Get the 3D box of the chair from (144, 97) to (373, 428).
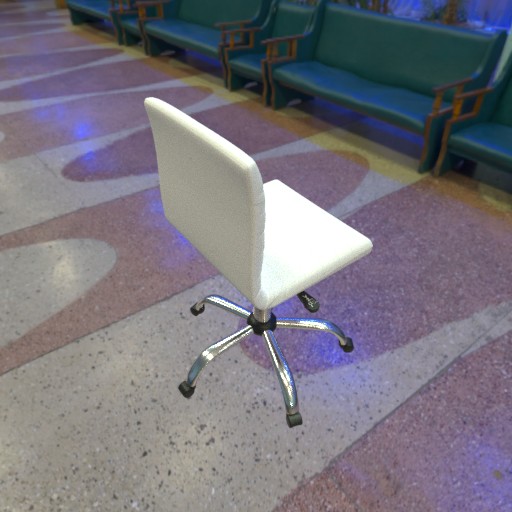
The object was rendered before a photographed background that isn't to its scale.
[{"bbox_3d":[0.000,0.000,1.145,0.530,0.780,0.556,-25,45,-27],"label":"chair"}]
